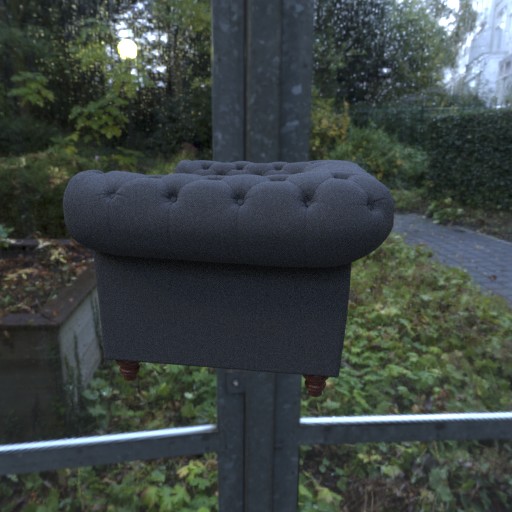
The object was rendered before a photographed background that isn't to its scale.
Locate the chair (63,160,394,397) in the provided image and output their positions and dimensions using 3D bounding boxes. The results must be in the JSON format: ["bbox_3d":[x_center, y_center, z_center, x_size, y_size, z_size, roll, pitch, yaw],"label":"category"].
[{"bbox_3d":[0.000,0.000,1.882,0.976,0.770,1.270,2,15,9],"label":"chair"}]
